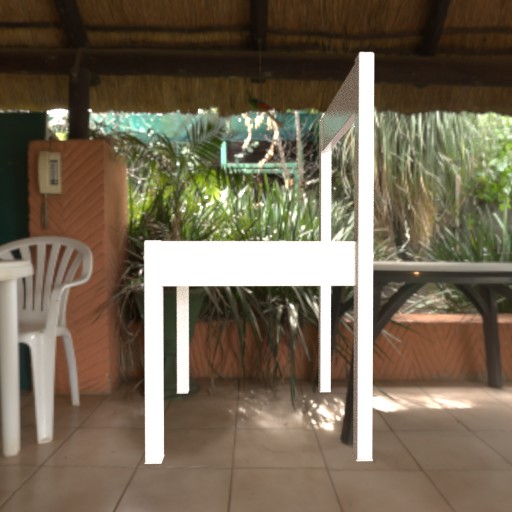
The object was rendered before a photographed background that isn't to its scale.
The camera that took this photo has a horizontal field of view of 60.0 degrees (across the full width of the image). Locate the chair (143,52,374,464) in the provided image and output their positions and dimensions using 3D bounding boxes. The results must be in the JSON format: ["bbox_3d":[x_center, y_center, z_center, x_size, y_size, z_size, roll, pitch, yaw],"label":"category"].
[{"bbox_3d":[0.000,0.000,0.684,0.285,0.505,0.285,0,1,-2],"label":"chair"}]
